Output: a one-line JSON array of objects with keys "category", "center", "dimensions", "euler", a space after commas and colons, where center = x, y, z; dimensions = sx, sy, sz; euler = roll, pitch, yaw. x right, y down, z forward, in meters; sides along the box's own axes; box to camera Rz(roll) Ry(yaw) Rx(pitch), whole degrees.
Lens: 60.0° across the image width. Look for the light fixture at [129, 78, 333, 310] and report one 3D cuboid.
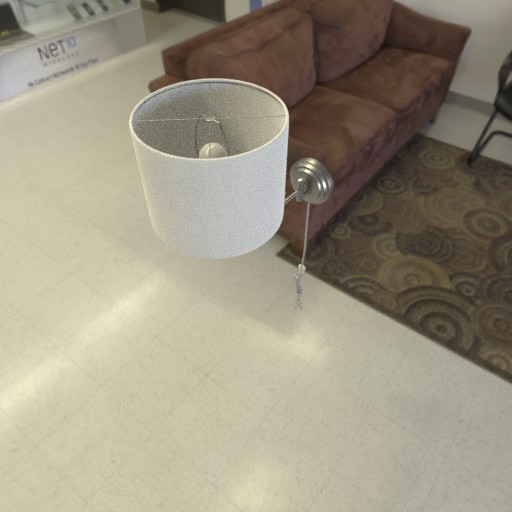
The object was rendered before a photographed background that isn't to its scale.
[{"category": "light fixture", "center": [0.000, 0.000, 1.071], "dimensions": [0.253, 0.842, 0.479], "euler": [32, 55, 27]}]
